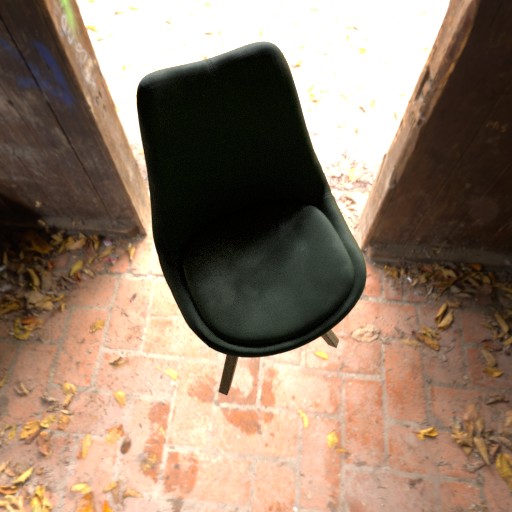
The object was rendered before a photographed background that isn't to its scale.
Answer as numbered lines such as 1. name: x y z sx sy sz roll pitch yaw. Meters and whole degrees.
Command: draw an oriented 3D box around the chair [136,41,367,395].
1. chair: 0.000 0.000 1.181 0.483 0.865 0.547 -21 65 -10
